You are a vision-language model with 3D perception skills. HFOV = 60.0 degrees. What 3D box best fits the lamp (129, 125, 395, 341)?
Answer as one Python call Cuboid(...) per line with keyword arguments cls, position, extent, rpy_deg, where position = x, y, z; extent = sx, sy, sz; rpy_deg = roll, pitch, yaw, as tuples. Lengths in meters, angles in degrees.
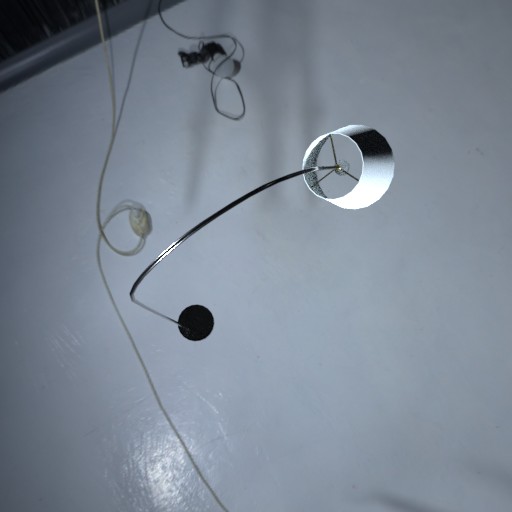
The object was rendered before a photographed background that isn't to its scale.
Cuboid(cls="lamp", position=(0.000, 0.000, 2.660), extent=(1.445, 2.098, 0.406), rpy_deg=(-32, 79, -7))
